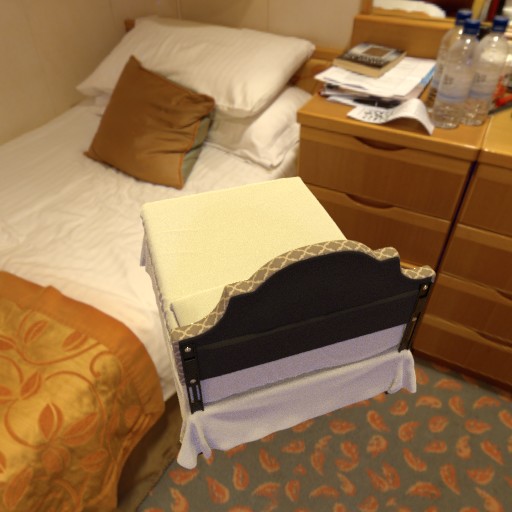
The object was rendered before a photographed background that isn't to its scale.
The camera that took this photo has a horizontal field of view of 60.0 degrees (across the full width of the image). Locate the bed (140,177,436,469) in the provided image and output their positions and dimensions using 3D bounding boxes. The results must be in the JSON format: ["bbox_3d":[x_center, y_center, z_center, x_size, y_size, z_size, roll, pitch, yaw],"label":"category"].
[{"bbox_3d":[0.000,0.000,3.411,1.780,1.633,2.222,-12,42,-14],"label":"bed"}]
